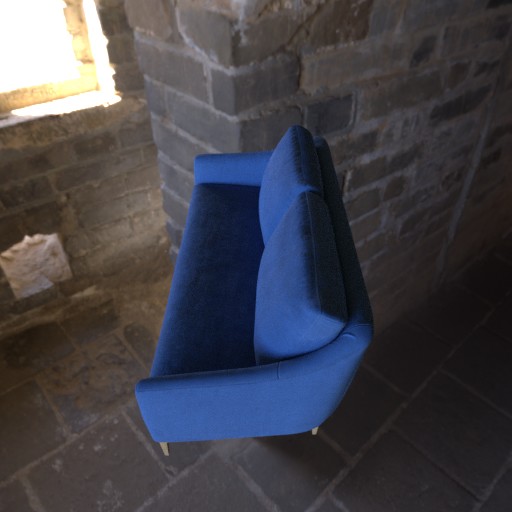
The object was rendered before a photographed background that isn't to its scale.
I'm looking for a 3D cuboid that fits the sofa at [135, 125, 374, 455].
[{"bbox_3d":[0.000,0.000,2.588,0.960,0.903,2.036,0,39,0],"label":"sofa"}]
